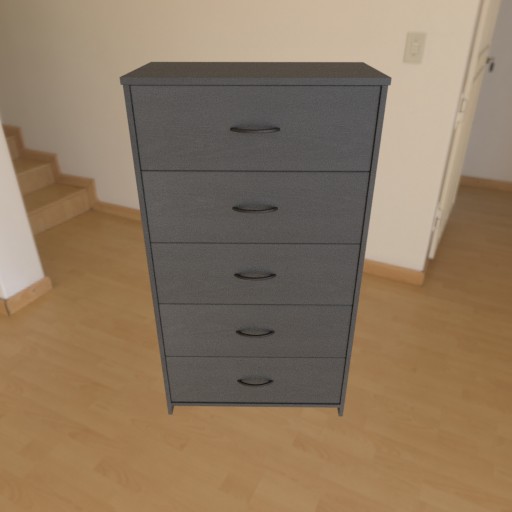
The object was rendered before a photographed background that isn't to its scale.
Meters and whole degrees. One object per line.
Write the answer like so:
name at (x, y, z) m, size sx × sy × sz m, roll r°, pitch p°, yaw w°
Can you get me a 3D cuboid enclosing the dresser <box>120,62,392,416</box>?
dresser at (0.000, 0.000, 1.605) m, size 0.704 × 1.255 × 0.399 m, roll 0°, pitch 29°, yaw 1°
